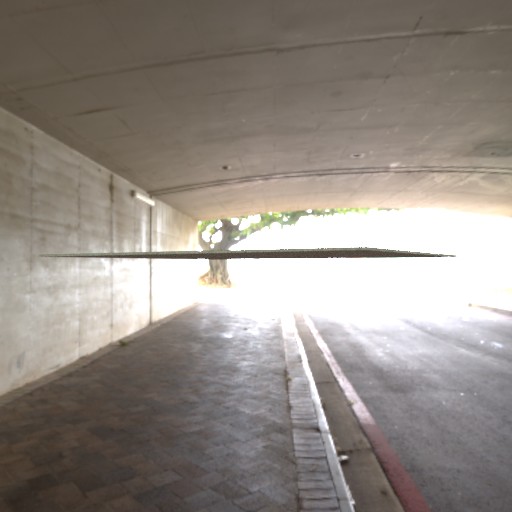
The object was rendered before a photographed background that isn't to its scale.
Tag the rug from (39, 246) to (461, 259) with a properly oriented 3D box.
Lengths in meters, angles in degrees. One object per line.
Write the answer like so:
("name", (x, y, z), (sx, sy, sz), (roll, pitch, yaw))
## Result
("rug", (0.000, 0.000, 4.069), (3.039, 0.019, 2.420), (-1, -1, 35))
